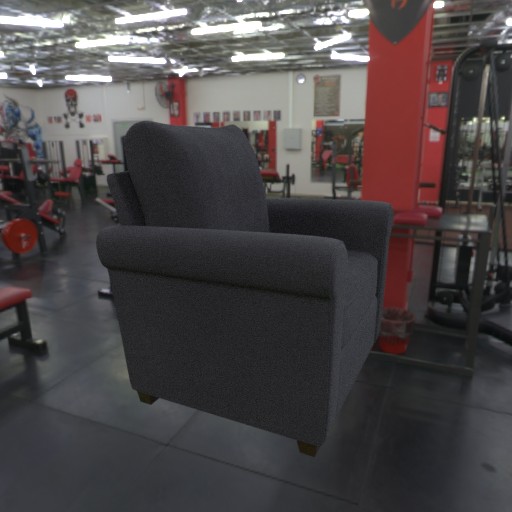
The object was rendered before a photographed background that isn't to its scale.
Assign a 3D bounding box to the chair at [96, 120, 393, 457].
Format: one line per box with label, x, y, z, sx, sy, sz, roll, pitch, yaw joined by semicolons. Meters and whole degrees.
chair;0.000;0.000;1.624;0.828;0.942;0.867;7;17;25
